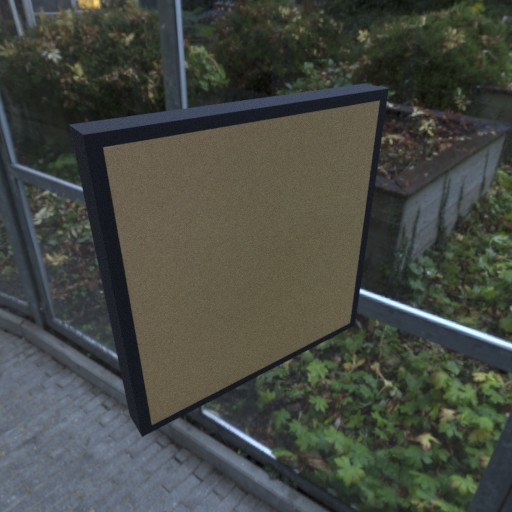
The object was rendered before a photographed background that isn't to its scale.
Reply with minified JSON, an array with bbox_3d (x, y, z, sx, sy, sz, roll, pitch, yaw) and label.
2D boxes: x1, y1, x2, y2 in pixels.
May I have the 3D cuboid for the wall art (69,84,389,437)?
[{"bbox_3d":[0.000,0.000,0.458,0.305,0.304,0.033,-20,35,-30],"label":"wall art"}]
